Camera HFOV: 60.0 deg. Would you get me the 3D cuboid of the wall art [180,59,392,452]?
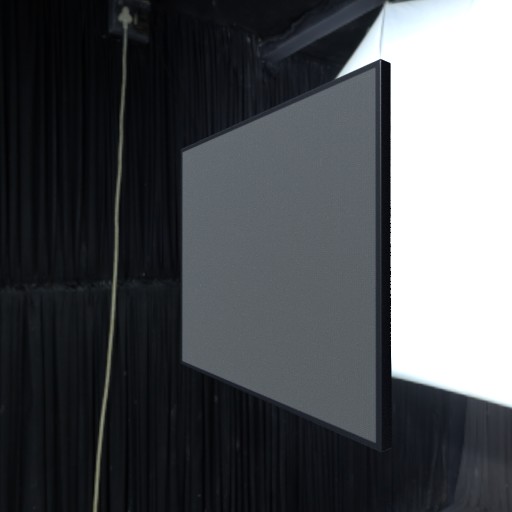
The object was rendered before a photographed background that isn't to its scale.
[{"bbox_3d":[0.000,0.000,0.723,0.018,0.450,0.521,0,0,-35],"label":"wall art"}]
